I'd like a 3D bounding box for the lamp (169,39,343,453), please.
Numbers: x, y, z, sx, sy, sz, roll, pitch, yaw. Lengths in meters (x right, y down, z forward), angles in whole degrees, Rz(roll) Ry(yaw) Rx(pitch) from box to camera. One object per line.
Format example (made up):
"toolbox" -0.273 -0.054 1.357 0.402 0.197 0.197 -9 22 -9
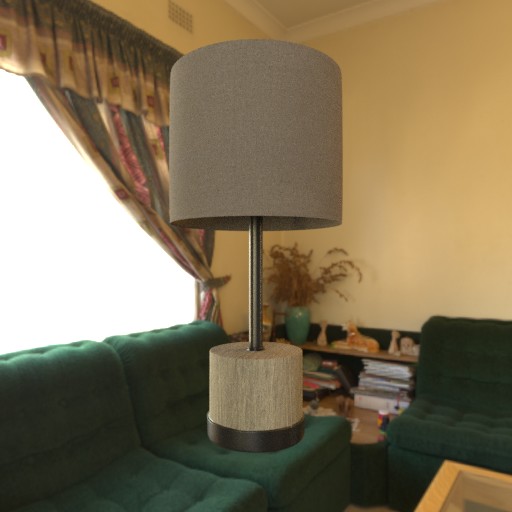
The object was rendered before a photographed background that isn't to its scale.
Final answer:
"lamp" 0.000 0.000 0.593 0.229 0.470 0.229 0 -1 17
